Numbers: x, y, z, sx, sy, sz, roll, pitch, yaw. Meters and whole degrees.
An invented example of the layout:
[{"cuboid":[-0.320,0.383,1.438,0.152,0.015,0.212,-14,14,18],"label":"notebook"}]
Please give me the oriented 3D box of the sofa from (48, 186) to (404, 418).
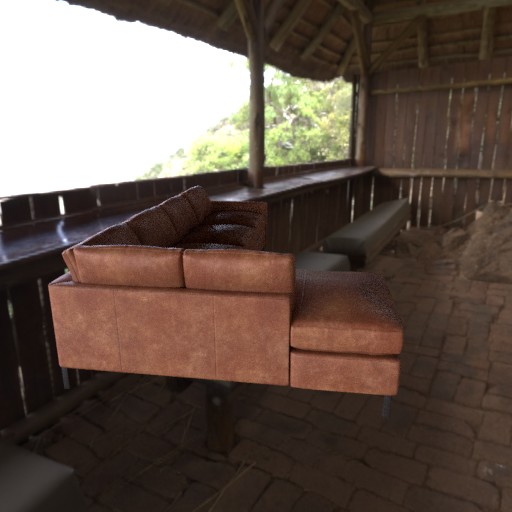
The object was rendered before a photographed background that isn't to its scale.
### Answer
[{"cuboid":[0.000,0.000,3.755,1.938,0.877,2.984,2,17,8],"label":"sofa"}]
